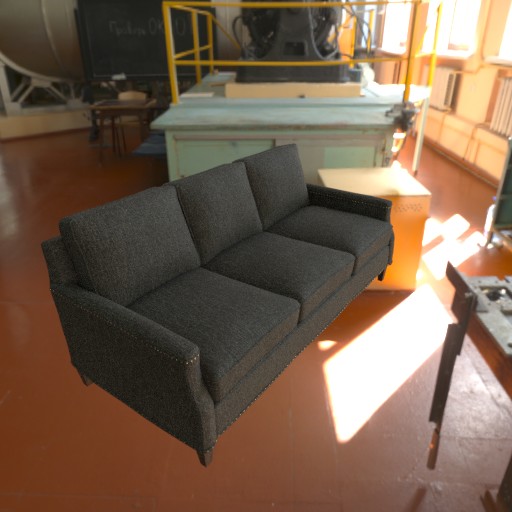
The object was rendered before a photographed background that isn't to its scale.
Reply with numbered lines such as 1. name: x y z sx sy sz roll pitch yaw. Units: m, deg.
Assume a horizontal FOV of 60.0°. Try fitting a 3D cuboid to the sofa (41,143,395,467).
1. sofa: 0.000 0.000 2.828 1.084 1.003 2.246 18 32 32
